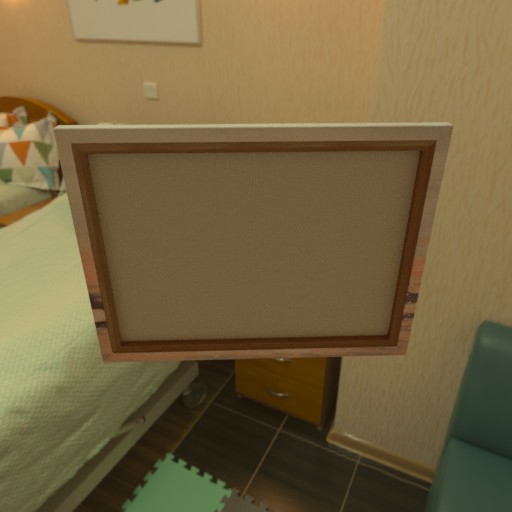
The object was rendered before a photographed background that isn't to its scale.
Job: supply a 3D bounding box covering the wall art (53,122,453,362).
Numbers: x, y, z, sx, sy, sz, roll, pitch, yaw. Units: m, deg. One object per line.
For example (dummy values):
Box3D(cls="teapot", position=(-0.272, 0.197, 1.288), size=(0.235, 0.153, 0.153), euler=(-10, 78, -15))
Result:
Box3D(cls="wall art", position=(0.000, 0.000, 1.316), size=(1.015, 0.763, 0.038), euler=(-1, 28, -2))
